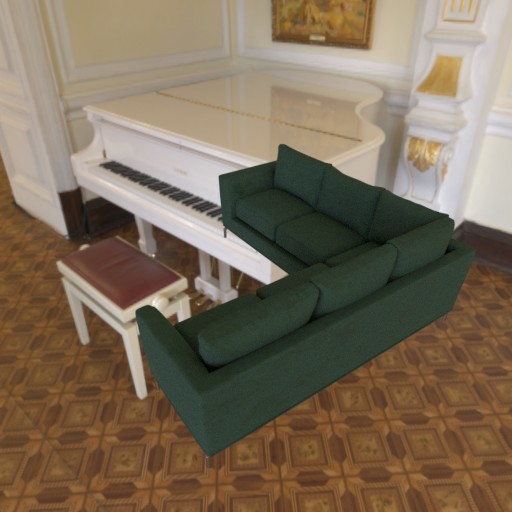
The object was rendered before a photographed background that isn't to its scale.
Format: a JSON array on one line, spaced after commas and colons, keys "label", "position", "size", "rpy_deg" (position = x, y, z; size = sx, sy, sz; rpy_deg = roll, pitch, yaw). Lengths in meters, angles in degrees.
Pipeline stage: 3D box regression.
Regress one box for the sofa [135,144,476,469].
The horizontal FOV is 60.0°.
[{"label": "sofa", "position": [0.000, 0.000, 3.800], "size": [2.452, 1.004, 2.468], "rpy_deg": [-21, 38, -29]}]
